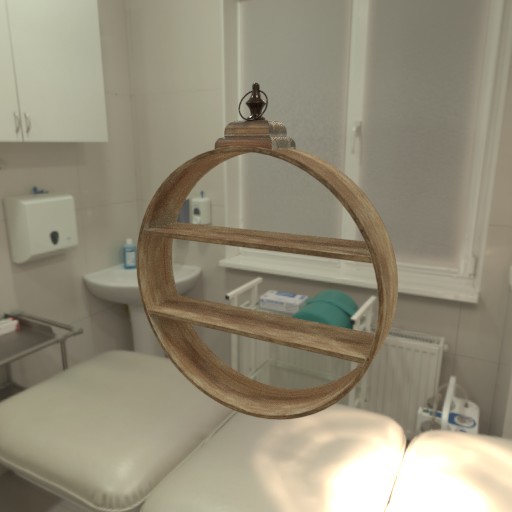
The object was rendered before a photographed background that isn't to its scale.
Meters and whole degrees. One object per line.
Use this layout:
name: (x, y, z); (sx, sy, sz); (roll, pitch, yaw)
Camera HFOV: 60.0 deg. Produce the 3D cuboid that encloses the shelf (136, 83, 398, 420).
shelf: (0.000, 0.000, 0.988); (0.601, 0.725, 0.125); (8, 16, 28)
